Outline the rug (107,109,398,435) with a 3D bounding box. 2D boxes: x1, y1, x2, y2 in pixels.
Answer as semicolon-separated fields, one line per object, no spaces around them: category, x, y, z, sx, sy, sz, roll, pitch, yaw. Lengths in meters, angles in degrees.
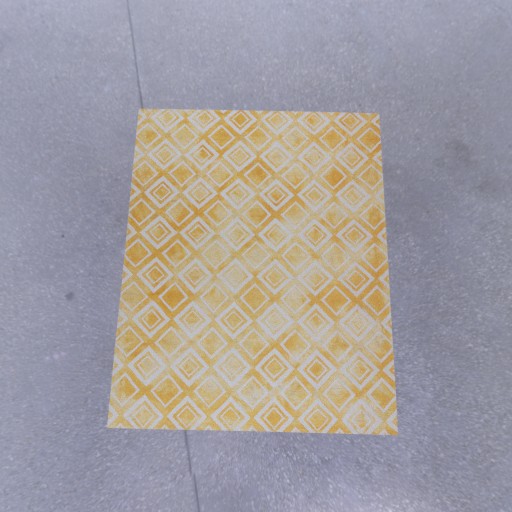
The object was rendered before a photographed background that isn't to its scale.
rug;0.000;0.000;4.091;2.433;0.011;3.037;1;75;0
